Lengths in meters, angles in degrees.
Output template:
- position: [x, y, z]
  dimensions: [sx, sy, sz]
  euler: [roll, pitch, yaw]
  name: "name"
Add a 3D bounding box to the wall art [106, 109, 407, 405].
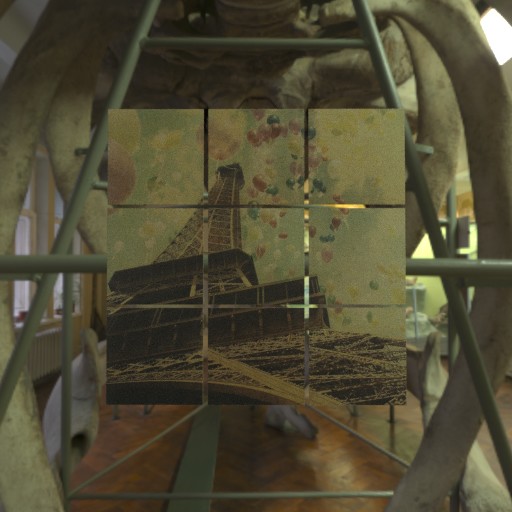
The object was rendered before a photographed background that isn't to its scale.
- position: [0.000, 0.000, 2.255]
  dimensions: [1.517, 1.505, 0.002]
  euler: [0, -1, 0]
  name: "wall art"
